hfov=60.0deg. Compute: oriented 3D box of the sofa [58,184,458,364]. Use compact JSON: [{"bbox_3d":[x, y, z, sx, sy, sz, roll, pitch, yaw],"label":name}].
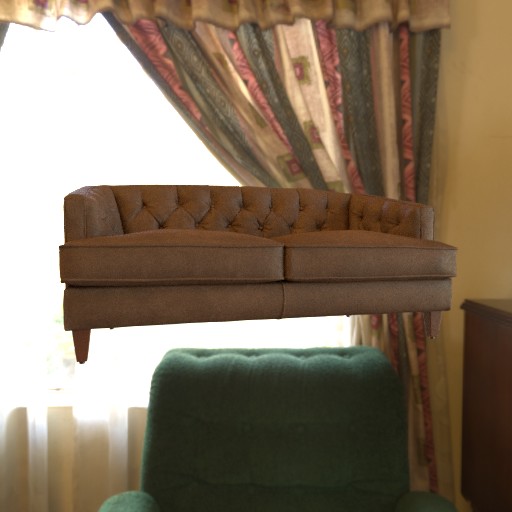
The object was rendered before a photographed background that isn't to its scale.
[{"bbox_3d":[0.000,0.000,2.257,1.767,0.799,0.917,0,2,-16],"label":"sofa"}]
